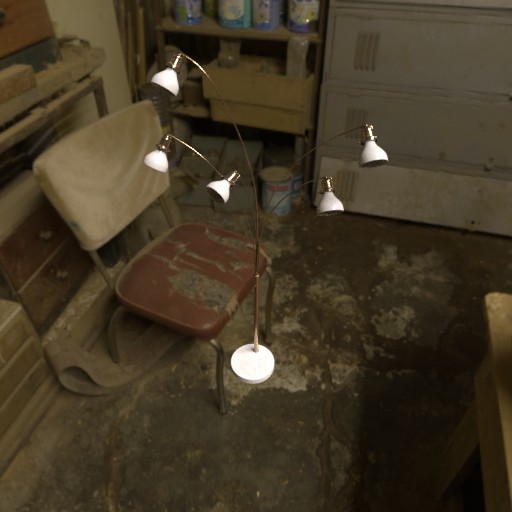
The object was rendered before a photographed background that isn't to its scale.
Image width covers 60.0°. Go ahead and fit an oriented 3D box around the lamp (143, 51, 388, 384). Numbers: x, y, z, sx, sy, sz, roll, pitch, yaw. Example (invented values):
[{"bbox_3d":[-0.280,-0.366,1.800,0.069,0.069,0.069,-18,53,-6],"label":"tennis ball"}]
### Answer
[{"bbox_3d":[0.000,0.000,2.935,1.405,2.423,0.361,12,42,14],"label":"lamp"}]
